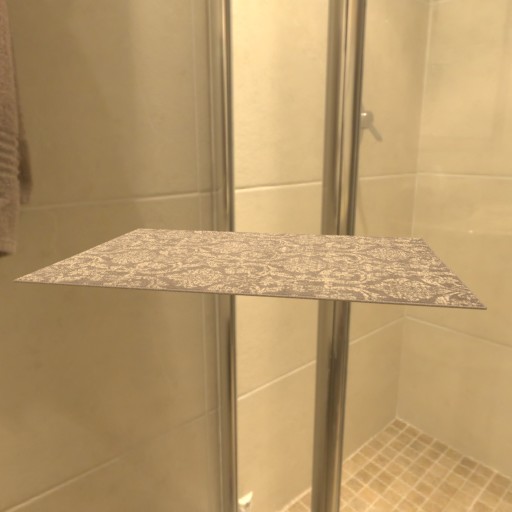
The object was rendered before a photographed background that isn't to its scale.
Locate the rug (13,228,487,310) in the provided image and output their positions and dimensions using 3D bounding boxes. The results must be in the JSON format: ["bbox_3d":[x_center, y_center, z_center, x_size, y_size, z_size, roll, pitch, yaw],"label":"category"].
[{"bbox_3d":[0.000,0.000,3.383,2.746,0.018,1.819,2,14,10],"label":"rug"}]
